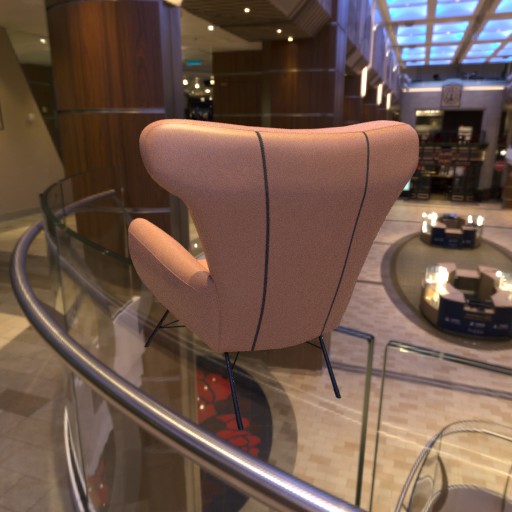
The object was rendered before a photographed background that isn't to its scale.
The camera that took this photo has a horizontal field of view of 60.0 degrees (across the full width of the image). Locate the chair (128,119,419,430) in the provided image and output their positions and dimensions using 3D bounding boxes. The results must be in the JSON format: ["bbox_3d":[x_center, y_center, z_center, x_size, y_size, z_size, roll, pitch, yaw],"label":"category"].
[{"bbox_3d":[0.000,0.000,1.797,0.980,1.050,0.900,-8,18,-25],"label":"chair"}]
